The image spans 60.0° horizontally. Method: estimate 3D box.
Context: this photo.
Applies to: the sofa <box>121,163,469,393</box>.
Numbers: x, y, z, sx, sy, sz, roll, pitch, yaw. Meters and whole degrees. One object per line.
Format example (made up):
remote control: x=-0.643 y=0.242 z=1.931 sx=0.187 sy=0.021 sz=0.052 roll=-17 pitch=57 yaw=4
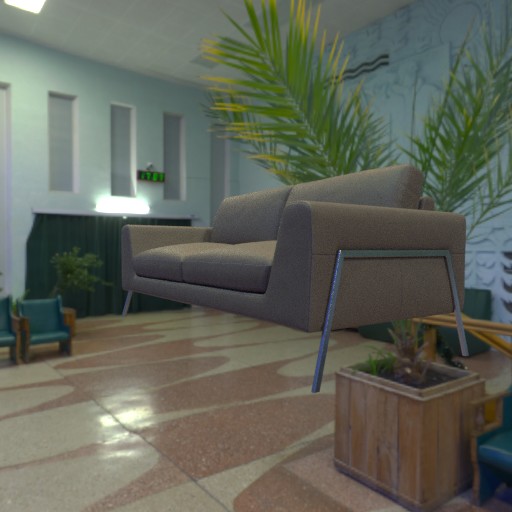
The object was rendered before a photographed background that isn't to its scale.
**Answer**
sofa: x=0.000 y=0.000 z=2.548 sx=0.953 sy=0.875 sz=2.017 roll=-1 pitch=1 yaw=-34
